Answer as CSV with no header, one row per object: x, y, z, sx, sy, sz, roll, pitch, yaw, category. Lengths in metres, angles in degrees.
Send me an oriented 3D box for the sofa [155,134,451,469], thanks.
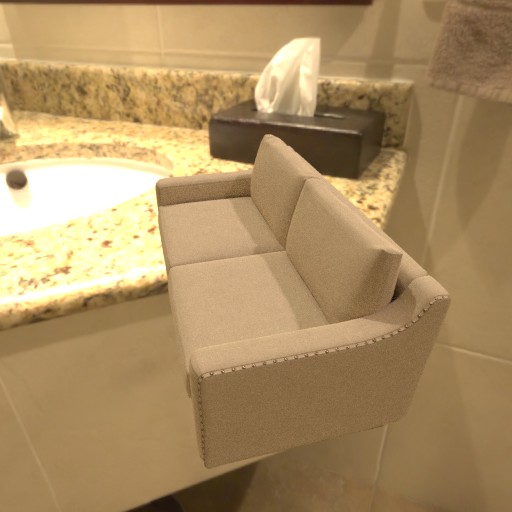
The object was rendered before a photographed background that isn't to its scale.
0.000,0.000,2.721,1.104,0.983,2.107,-8,32,-13,sofa
